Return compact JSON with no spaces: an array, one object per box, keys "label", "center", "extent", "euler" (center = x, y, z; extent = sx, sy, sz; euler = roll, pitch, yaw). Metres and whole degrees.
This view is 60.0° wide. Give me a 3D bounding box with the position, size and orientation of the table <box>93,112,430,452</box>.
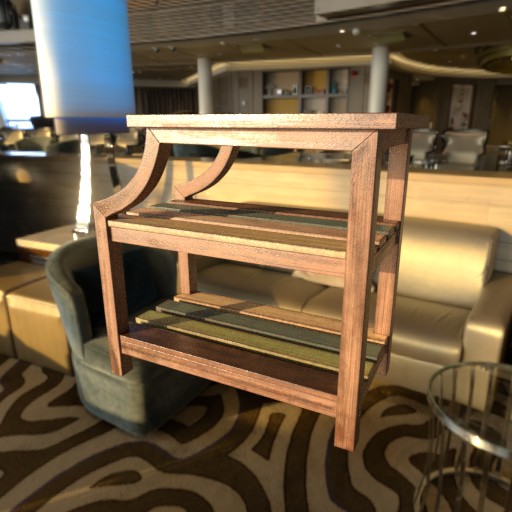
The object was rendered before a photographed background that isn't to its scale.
[{"label":"table","center":[0.000,0.000,0.964],"extent":[0.609,0.584,0.356],"euler":[9,19,26]}]
